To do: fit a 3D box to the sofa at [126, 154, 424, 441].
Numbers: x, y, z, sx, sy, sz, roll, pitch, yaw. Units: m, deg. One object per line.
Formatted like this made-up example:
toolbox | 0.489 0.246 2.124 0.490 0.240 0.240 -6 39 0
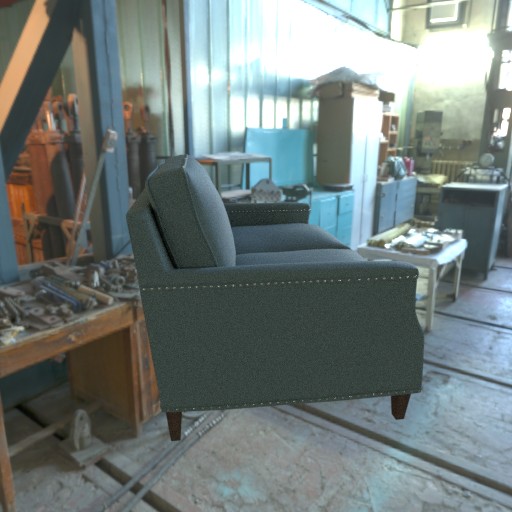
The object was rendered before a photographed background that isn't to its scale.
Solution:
sofa | 0.000 0.000 2.282 1.084 1.003 1.597 -2 15 -8
